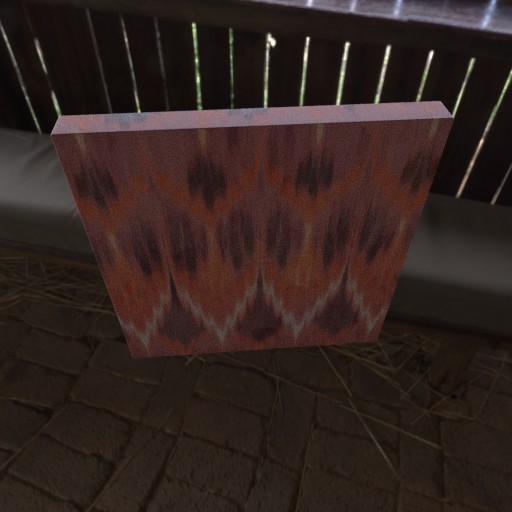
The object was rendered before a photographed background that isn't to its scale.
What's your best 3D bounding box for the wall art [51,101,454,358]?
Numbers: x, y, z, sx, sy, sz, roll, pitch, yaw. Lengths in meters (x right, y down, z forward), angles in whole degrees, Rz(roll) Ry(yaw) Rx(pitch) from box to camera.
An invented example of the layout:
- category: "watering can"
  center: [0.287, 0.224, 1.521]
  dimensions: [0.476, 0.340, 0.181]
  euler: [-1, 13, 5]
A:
- category: "wall art"
  center: [0.000, 0.000, 0.598]
  dimensions: [0.403, 0.406, 0.038]
  euler: [-3, 46, -3]
